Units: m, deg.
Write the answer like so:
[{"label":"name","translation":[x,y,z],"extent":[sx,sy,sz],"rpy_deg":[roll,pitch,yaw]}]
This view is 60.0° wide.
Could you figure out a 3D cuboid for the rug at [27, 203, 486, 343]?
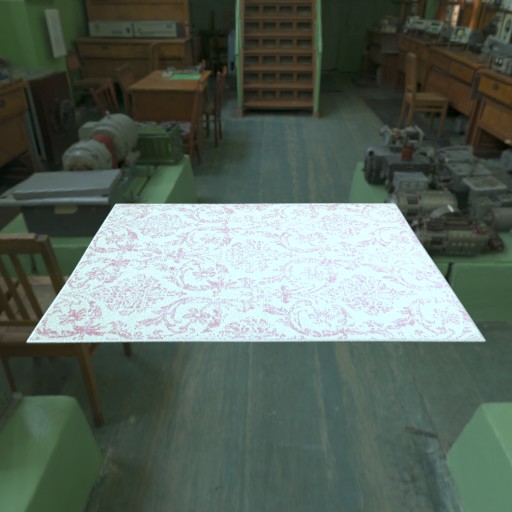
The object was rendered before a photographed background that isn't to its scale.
[{"label":"rug","translation":[0.000,0.000,2.807],"extent":[2.202,0.014,1.598],"rpy_deg":[0,31,0]}]
